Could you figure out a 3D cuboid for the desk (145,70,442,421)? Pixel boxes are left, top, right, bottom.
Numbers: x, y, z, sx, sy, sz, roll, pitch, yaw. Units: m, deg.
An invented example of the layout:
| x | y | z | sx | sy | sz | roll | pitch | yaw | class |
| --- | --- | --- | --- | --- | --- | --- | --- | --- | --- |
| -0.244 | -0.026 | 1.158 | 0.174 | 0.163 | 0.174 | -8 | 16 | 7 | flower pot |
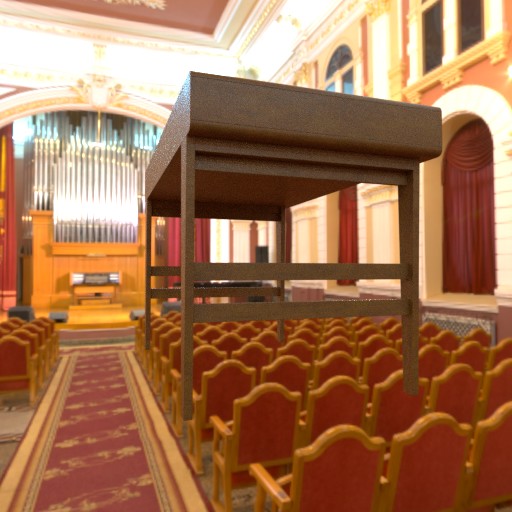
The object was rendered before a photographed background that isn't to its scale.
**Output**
| x | y | z | sx | sy | sz | roll | pitch | yaw | class |
| --- | --- | --- | --- | --- | --- | --- | --- | --- | --- |
| 0.000 | 0.000 | 1.532 | 0.660 | 0.754 | 1.066 | 1 | -2 | -19 | desk |
